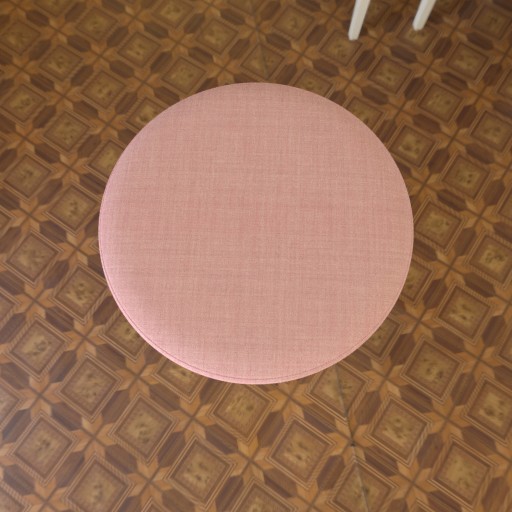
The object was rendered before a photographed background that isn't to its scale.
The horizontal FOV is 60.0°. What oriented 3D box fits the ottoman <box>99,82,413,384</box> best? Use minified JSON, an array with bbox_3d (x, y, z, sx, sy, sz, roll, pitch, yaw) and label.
[{"bbox_3d":[0.000,0.000,0.734,0.400,0.406,0.400,0,75,0],"label":"ottoman"}]
